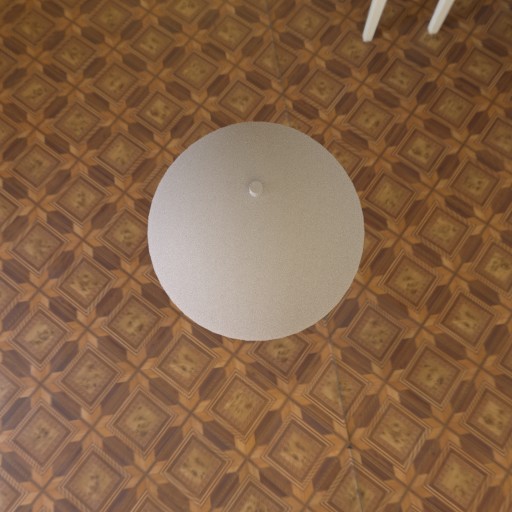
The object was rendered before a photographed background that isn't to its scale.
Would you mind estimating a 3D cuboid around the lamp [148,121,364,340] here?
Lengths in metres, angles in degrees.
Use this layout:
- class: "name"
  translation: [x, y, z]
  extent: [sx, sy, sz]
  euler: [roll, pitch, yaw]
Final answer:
- class: "lamp"
  translation: [0.000, 0.000, 0.429]
  extent: [0.171, 0.330, 0.171]
  euler: [0, 76, 0]
